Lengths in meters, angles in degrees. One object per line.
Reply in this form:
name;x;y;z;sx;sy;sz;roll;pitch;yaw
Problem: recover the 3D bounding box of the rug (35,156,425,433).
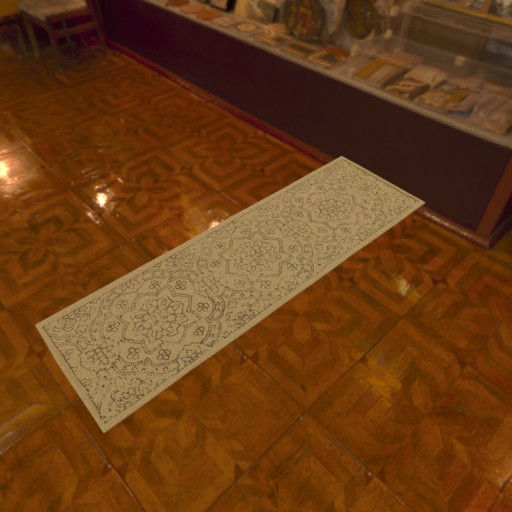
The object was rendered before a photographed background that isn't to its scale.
rug;0.000;0.000;2.703;2.448;0.012;0.769;-32;54;-27
